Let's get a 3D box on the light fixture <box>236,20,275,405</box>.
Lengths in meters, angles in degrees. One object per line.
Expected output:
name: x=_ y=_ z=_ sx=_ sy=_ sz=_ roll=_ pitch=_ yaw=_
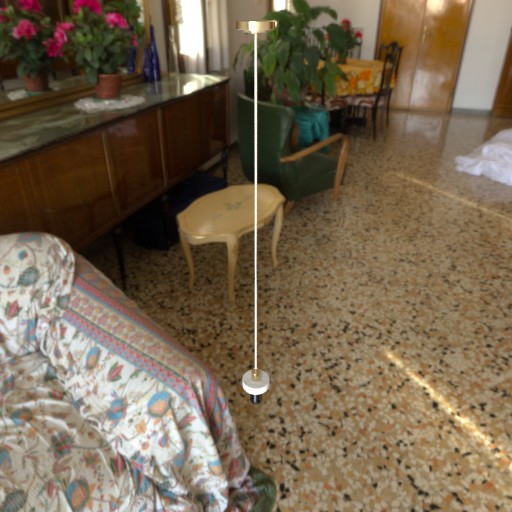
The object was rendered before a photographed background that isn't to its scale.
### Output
light fixture: x=0.000 y=0.000 z=1.781 sx=0.129 sy=1.669 sz=0.129 roll=-8 pitch=31 yaw=-14
